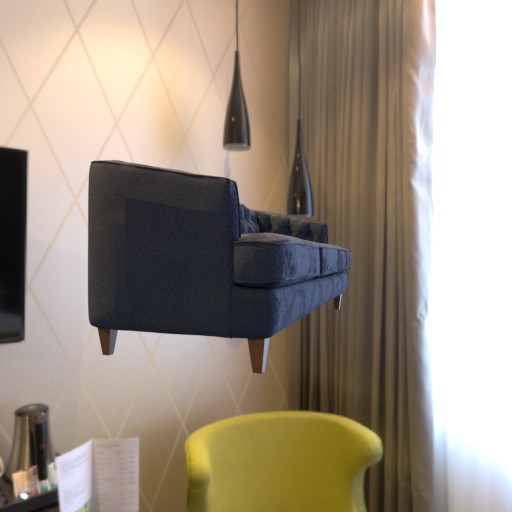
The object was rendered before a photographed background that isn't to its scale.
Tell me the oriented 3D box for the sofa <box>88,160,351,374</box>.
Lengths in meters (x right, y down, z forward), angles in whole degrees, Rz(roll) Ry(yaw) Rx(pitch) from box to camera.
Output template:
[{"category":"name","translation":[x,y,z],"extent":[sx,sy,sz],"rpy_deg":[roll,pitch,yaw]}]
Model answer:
[{"category":"sofa","translation":[0.000,0.000,2.719],"extent":[0.941,0.855,2.278],"rpy_deg":[0,0,18]}]
